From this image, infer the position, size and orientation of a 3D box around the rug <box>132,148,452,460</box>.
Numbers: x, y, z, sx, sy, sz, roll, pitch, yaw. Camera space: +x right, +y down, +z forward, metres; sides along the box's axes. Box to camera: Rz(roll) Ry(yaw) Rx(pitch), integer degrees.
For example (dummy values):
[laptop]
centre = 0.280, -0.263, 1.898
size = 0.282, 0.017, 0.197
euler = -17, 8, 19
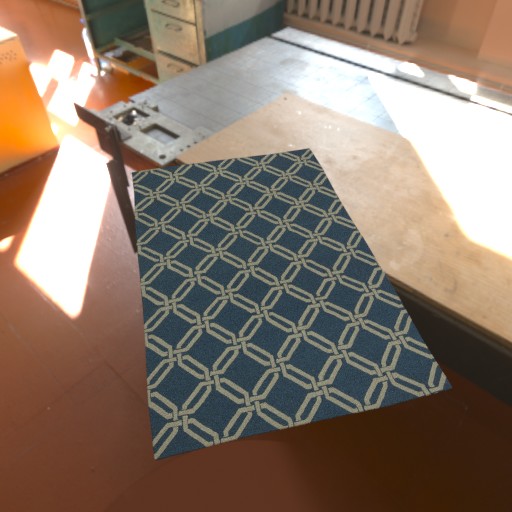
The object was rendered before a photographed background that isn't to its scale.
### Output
[rug]
centre = 0.000, 0.000, 2.207
size = 1.153, 0.010, 1.755
euler = -10, 47, -9
